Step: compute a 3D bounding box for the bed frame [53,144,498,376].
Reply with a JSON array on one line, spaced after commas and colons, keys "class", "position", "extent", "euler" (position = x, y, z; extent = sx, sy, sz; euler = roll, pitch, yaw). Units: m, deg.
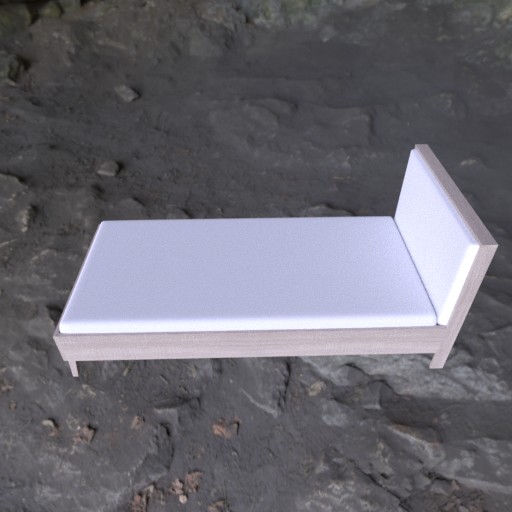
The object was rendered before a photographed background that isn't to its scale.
[{"class": "bed frame", "position": [0.000, 0.000, 2.632], "extent": [2.140, 0.920, 0.990], "euler": [-1, 40, -1]}]
